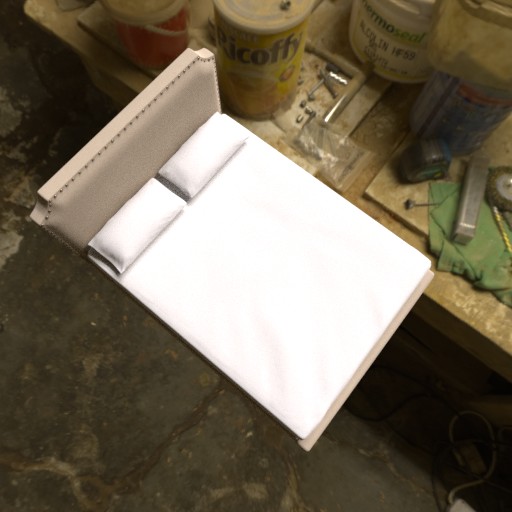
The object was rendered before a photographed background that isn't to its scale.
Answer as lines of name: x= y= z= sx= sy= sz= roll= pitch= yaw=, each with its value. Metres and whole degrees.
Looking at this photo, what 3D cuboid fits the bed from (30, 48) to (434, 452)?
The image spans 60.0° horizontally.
bed: x=0.000 y=0.000 z=3.324 sx=2.329 sy=1.415 sz=1.703 roll=38 pitch=77 yaw=11
